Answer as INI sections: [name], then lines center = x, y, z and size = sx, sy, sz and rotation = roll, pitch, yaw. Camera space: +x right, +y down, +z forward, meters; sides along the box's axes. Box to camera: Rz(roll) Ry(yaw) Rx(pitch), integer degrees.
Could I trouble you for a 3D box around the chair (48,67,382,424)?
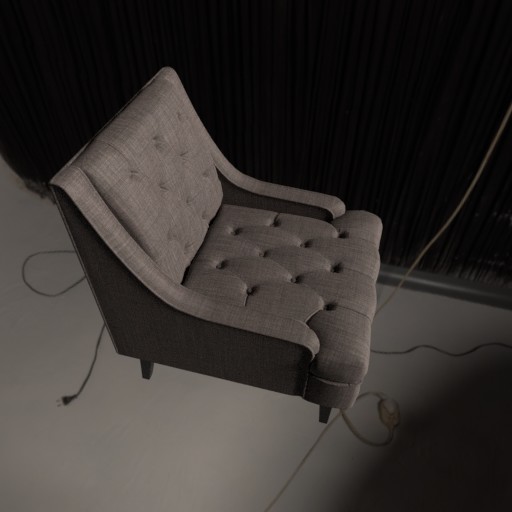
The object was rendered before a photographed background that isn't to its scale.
[chair]
center = 0.000, 0.000, 1.403
size = 0.771, 0.891, 0.655
rotation = 11, 46, 10
